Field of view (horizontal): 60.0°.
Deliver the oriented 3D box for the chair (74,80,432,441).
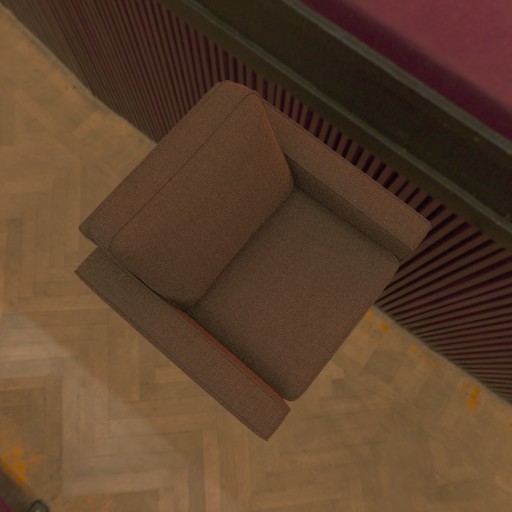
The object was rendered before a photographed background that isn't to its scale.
[{"bbox_3d":[0.000,0.000,1.737,0.940,0.919,1.017,39,80,9],"label":"chair"}]
